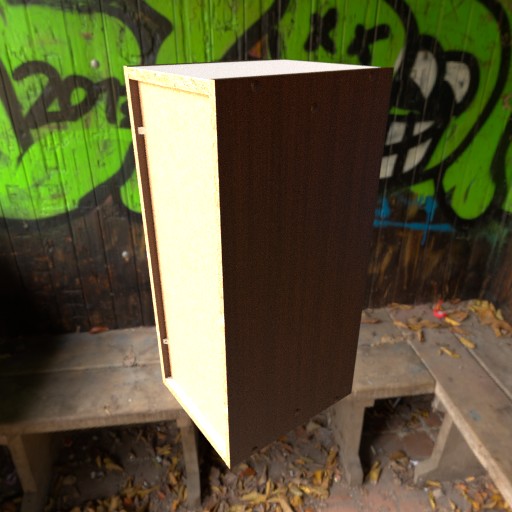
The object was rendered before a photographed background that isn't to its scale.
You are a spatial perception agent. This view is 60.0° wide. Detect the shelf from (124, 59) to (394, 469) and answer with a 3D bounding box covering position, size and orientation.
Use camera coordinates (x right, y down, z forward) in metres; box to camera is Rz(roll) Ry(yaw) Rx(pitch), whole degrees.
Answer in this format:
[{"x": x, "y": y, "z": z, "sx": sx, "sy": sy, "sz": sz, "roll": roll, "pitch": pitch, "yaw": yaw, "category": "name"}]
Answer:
[{"x": 0.000, "y": 0.000, "z": 0.762, "sx": 0.290, "sy": 0.600, "sz": 0.253, "roll": -18, "pitch": 32, "yaw": -32, "category": "shelf"}]
